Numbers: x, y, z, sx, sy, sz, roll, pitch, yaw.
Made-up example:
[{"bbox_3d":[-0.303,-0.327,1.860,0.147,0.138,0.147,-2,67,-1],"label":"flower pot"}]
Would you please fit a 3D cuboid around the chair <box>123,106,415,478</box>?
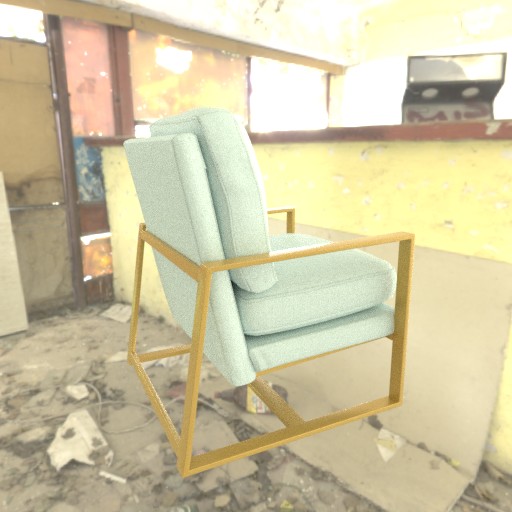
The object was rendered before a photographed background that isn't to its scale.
[{"bbox_3d":[0.000,0.000,1.560,0.813,0.956,0.758,-7,15,-26],"label":"chair"}]
